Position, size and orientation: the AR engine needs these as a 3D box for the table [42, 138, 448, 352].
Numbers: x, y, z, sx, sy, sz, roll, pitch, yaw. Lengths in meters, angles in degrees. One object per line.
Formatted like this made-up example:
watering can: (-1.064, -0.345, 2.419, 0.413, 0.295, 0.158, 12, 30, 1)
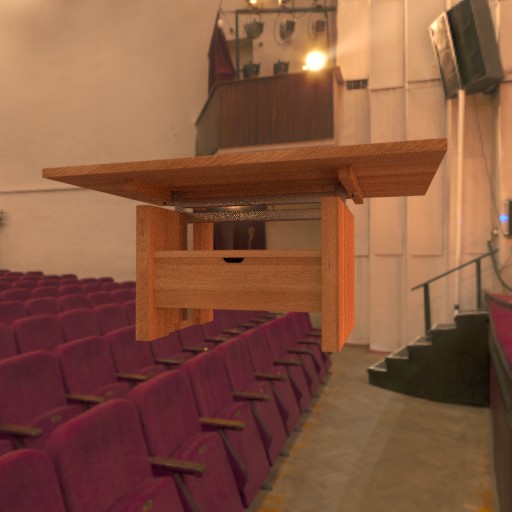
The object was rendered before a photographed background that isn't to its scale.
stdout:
table: (0.000, 0.000, 1.472, 1.100, 0.510, 0.700, 0, -1, 17)
